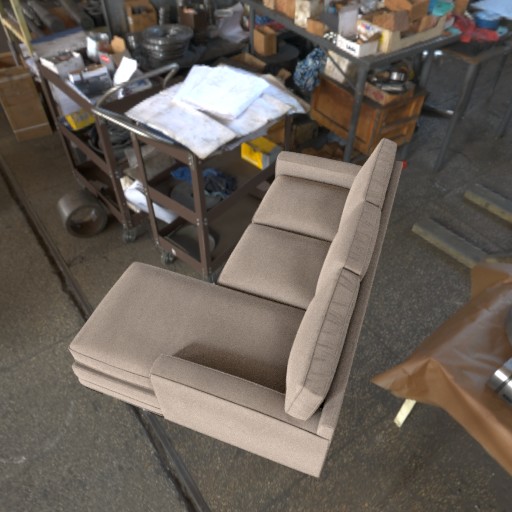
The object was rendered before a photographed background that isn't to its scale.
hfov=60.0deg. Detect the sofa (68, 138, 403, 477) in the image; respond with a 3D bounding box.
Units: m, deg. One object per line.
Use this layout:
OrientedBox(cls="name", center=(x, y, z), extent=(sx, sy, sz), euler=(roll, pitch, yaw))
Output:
OrientedBox(cls="sofa", center=(0.000, 0.000, 2.888), extent=(1.496, 0.861, 2.087), euler=(15, 49, 14))
